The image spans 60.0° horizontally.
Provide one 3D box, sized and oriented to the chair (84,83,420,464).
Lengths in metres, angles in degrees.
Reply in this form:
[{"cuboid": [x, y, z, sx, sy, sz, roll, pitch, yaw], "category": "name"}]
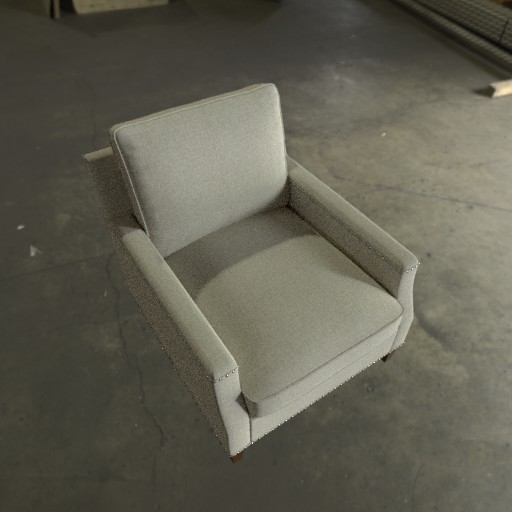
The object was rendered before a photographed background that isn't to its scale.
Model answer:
[{"cuboid": [0.000, 0.000, 1.707, 0.853, 0.943, 1.014, -25, 50, -23], "category": "chair"}]
